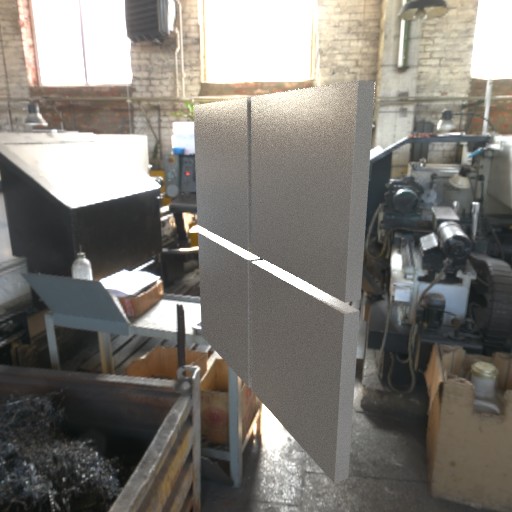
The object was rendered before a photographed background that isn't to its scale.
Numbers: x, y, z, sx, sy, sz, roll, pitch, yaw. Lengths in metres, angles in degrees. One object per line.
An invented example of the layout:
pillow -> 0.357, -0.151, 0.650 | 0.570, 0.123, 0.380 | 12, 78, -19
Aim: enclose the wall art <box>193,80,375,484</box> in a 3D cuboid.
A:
wall art -> 0.000, 0.000, 0.903 | 0.029, 0.611, 0.611 | -8, 18, -26
